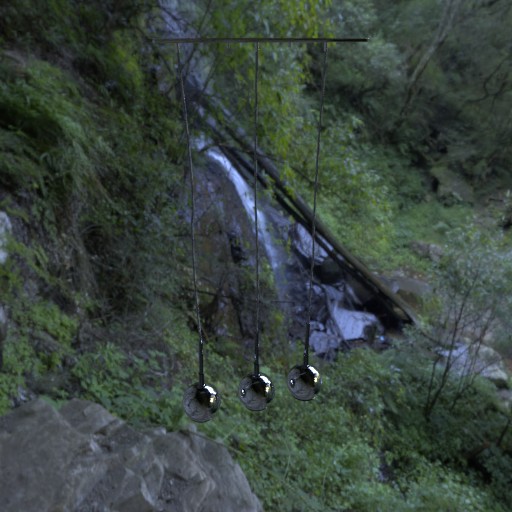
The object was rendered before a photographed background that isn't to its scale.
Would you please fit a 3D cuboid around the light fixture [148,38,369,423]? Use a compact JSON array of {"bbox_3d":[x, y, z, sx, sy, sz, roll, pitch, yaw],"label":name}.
[{"bbox_3d":[0.000,0.000,1.598,0.623,1.408,0.188,-7,28,-14],"label":"light fixture"}]
